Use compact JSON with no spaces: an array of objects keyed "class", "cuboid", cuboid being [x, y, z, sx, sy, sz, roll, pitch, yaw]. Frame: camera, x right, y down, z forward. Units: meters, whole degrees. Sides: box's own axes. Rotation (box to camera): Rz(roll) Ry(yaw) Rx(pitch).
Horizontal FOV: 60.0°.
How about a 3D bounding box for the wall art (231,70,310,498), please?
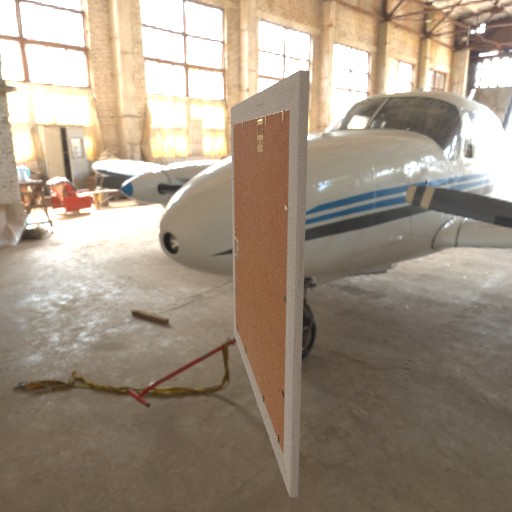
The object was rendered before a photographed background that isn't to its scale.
[{"class":"wall art","cuboid":[0.000,0.000,0.854,0.013,0.584,0.584,-3,15,-11]}]
